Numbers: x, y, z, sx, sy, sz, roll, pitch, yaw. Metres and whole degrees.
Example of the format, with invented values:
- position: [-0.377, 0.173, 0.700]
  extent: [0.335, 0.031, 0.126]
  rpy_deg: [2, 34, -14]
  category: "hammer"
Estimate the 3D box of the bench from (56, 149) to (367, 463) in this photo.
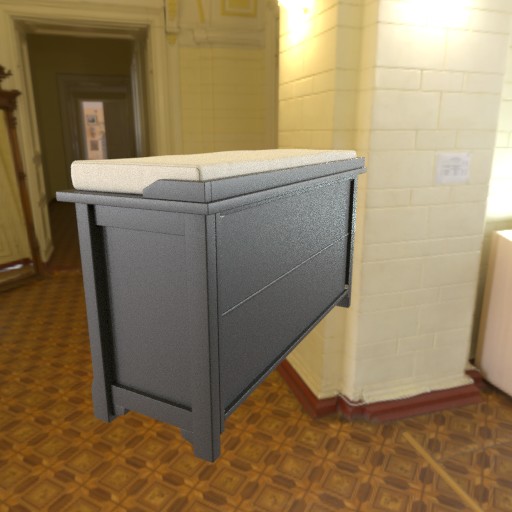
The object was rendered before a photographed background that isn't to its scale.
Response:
- position: [0.000, 0.000, 1.233]
  extent: [0.345, 0.561, 0.973]
  rpy_deg: [8, 17, 27]
  category: "bench"
